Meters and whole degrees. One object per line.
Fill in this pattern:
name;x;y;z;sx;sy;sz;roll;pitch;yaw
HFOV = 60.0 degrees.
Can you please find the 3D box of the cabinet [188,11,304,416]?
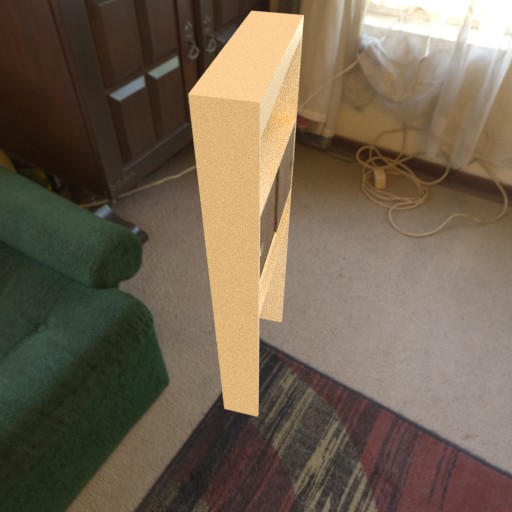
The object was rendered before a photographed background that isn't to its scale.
cabinet;0.000;0.000;1.951;0.192;1.770;0.643;10;47;10
